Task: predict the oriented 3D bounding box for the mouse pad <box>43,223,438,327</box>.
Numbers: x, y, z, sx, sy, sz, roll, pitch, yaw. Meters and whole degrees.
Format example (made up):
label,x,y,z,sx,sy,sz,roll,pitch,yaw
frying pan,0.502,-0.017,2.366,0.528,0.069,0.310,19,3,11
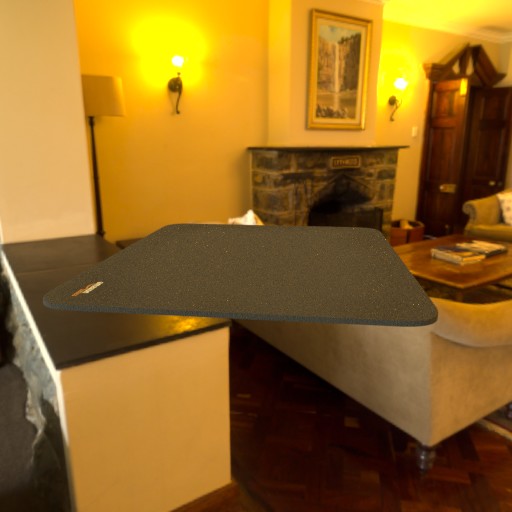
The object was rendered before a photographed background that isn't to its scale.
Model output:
label,x,y,z,sx,sy,sz,roll,pitch,yaw
mouse pad,0.000,0.000,0.321,0.203,0.003,0.229,2,15,7
